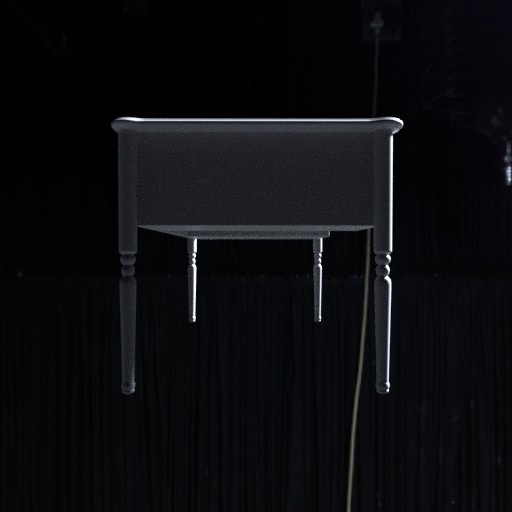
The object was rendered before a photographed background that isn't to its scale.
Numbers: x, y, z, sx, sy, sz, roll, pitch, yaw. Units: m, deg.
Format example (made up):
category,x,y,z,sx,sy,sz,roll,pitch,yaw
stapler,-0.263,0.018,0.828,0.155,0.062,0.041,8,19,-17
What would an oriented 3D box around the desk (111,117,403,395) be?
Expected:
category,x,y,z,sx,sy,sz,roll,pitch,yaw
desk,0.000,0.000,1.877,0.807,0.762,1.380,0,0,0
